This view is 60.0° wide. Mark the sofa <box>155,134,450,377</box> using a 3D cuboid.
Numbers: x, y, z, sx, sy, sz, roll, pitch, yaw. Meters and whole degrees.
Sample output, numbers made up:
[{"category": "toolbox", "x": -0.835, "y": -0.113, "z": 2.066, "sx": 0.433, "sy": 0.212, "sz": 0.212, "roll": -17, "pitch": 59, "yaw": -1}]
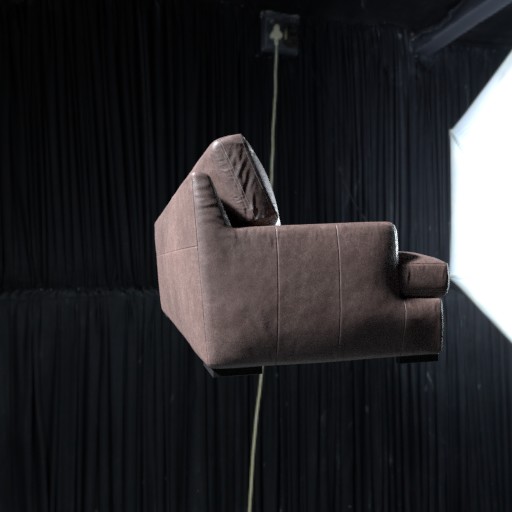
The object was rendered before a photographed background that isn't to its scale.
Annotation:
[{"category": "sofa", "x": 0.000, "y": 0.000, "z": 2.801, "sx": 1.143, "sy": 0.941, "sz": 2.261, "roll": 0, "pitch": -1, "yaw": -16}]
